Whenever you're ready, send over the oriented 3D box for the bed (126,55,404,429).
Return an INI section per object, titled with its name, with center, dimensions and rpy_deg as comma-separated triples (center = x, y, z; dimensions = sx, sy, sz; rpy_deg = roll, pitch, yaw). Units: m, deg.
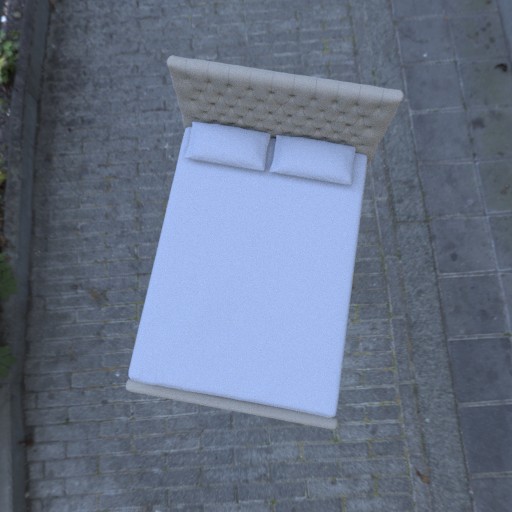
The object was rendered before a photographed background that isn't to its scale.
[bed]
center = 0.000, 0.000, 3.497
dimensions = 1.698, 1.427, 2.387
rpy_deg = 10, 75, 3
